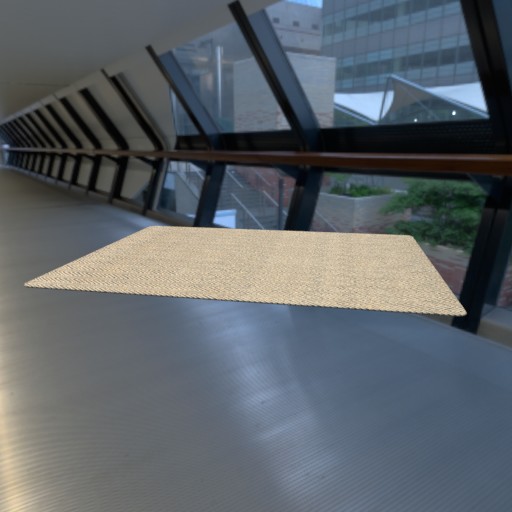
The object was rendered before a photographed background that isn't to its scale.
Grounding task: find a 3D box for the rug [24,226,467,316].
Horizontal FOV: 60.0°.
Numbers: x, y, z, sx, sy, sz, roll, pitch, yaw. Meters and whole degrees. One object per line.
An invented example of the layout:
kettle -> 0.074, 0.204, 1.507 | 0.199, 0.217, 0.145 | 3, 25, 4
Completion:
rug -> 0.000, 0.000, 4.252 | 3.207, 0.014, 2.439 | 3, 15, 10
